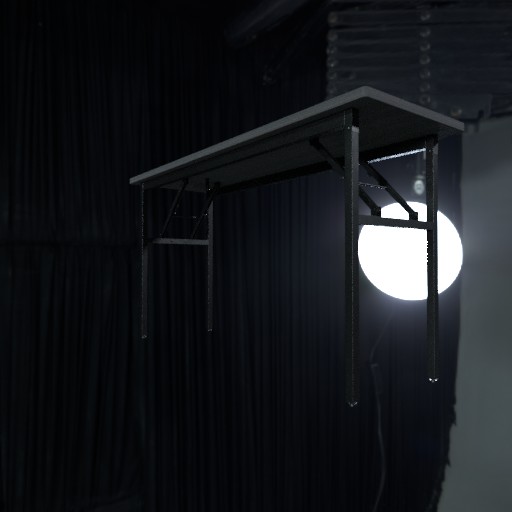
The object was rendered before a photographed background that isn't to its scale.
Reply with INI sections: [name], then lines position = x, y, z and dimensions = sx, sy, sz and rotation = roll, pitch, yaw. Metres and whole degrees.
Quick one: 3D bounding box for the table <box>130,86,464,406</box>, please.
[table]
position = 0.000, 0.000, 1.689
dimensions = 0.449, 0.750, 1.399
rotation = 1, -1, -38
